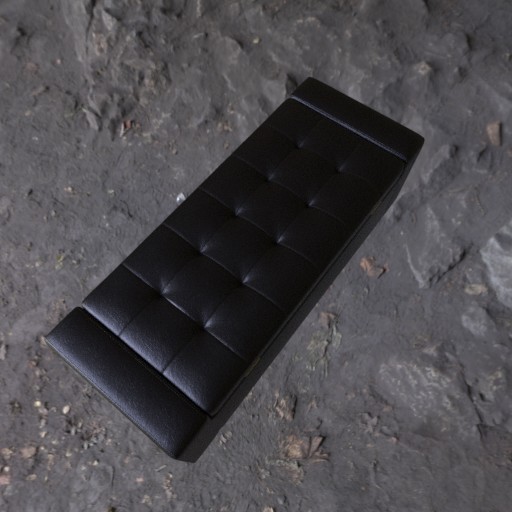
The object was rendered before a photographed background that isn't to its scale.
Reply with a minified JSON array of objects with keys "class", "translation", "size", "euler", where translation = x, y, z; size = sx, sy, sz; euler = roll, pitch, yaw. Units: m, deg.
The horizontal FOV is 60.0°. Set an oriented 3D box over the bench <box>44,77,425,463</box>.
[{"class":"bench","translation":[0.000,0.000,1.564],"size":[0.508,0.445,1.296],"euler":[35,69,16]}]
